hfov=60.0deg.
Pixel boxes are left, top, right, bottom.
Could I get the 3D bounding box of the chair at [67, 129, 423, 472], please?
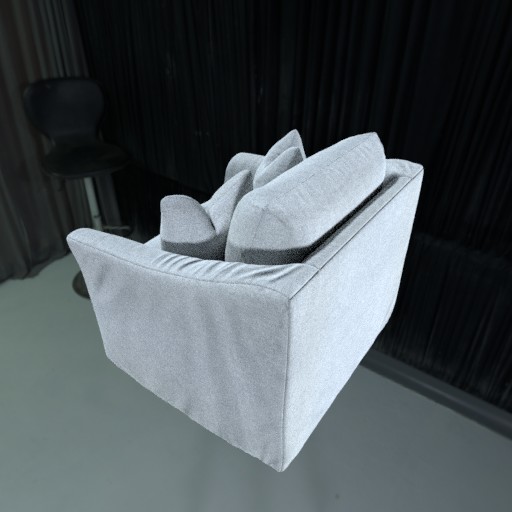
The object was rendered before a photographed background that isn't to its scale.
[{"bbox_3d":[0.000,0.000,2.043,1.071,1.059,1.194,21,38,29],"label":"chair"}]
